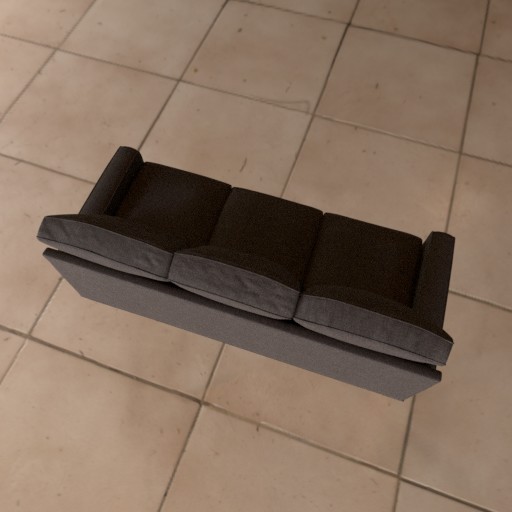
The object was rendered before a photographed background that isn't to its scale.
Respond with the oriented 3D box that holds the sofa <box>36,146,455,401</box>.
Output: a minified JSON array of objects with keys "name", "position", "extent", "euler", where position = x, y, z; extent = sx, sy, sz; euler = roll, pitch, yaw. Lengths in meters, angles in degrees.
[{"name":"sofa","position":[0.000,0.000,2.863],"extent":[2.369,0.978,1.004],"euler":[17,65,8]}]
